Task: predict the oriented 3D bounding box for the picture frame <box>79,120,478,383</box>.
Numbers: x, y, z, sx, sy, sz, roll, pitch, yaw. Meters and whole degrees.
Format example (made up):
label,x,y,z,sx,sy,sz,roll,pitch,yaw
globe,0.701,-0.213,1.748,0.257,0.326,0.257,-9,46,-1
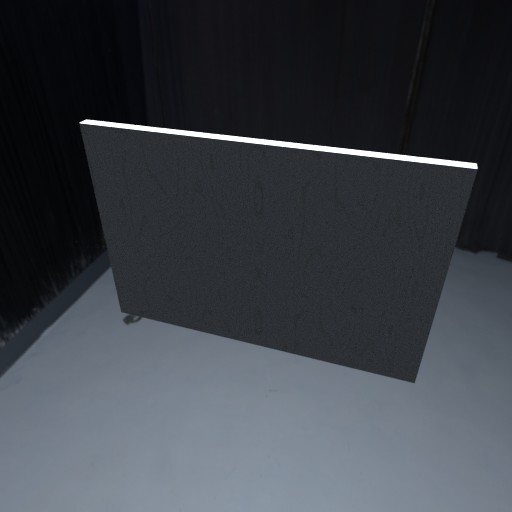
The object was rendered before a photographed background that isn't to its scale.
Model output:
label,x,y,z,sx,sy,sz,roll,pitch,yaw
picture frame,0.000,0.000,1.205,0.950,0.640,0.029,11,35,15
